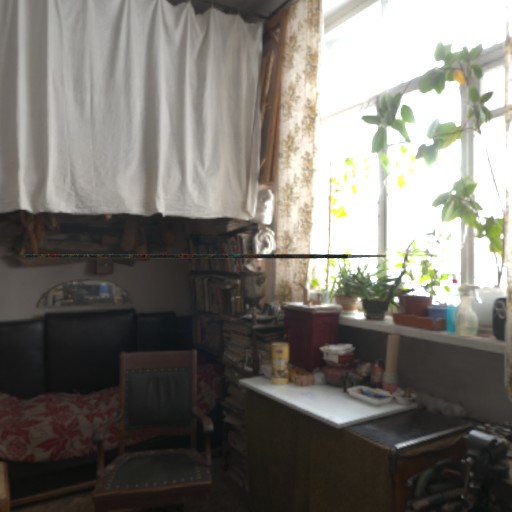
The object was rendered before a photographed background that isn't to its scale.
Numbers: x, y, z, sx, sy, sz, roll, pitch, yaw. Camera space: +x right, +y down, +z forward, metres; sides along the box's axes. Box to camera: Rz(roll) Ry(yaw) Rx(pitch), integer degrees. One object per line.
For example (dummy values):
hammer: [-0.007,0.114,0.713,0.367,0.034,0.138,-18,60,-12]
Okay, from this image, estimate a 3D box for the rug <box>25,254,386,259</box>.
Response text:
rug: [0.000,0.000,2.344,1.216,0.014,1.836,0,0,20]
